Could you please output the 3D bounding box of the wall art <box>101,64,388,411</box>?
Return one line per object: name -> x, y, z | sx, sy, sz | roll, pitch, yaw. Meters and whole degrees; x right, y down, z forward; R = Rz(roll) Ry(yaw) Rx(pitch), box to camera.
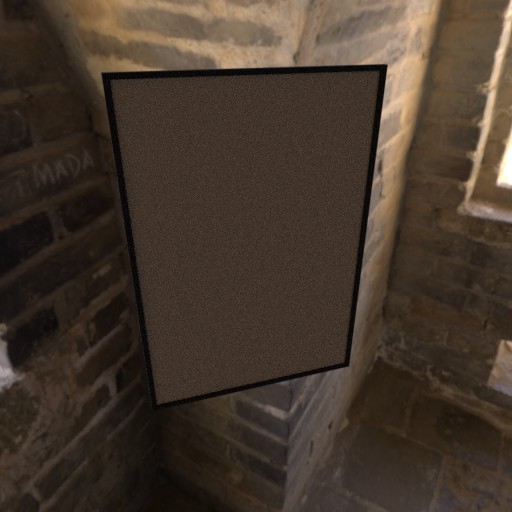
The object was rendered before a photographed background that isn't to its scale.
wall art -> 0.000, 0.000, 0.843 | 0.460, 0.660, 0.013 | -8, 29, -15
